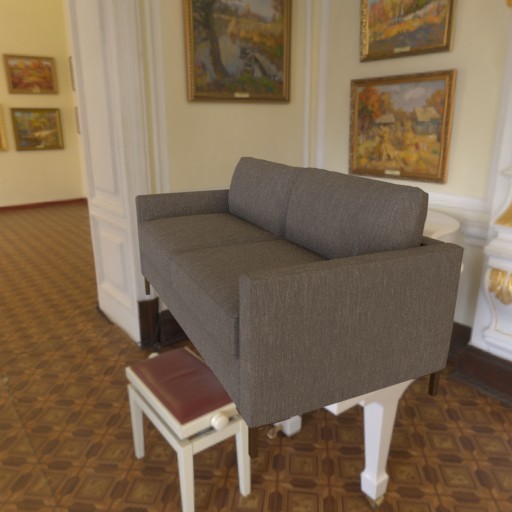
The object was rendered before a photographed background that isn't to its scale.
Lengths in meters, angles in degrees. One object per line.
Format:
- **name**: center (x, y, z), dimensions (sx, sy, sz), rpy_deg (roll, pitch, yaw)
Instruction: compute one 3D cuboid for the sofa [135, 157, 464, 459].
- **sofa**: center (0.000, 0.000, 2.167), dimensions (0.875, 0.840, 1.682), rpy_deg (-8, 19, -24)
